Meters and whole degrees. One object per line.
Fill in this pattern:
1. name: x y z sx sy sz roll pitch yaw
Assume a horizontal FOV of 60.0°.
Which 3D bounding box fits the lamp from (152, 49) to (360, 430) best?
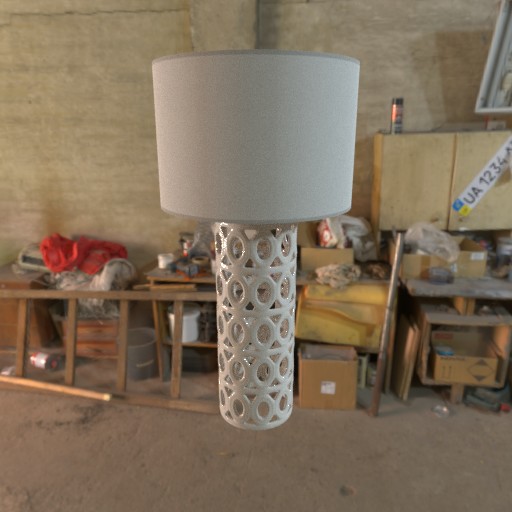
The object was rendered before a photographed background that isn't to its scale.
1. lamp: 0.000 0.000 0.801 0.325 0.636 0.324 -9 19 -27
